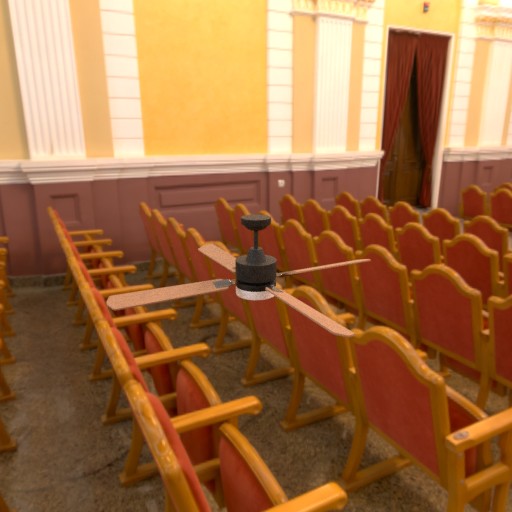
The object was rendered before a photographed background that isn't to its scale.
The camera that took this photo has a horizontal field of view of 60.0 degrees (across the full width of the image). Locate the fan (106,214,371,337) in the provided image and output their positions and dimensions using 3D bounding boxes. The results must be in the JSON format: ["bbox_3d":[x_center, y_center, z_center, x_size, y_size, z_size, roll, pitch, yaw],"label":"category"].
[{"bbox_3d":[0.000,0.000,1.999,1.320,0.355,1.320,-8,18,-26],"label":"fan"}]
